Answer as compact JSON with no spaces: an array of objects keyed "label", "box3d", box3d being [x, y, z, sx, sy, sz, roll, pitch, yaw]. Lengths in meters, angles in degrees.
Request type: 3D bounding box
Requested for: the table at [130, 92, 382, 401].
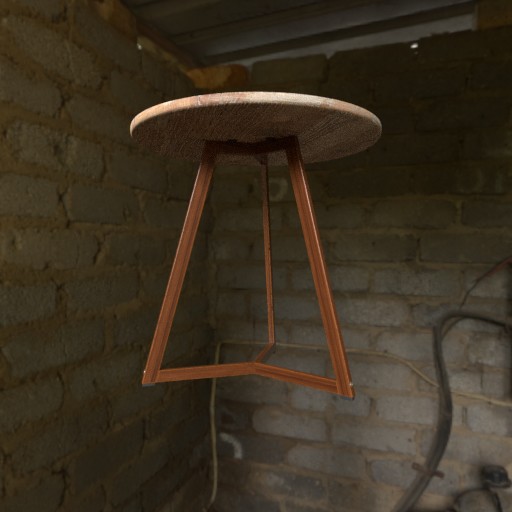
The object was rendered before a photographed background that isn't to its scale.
[{"label":"table","box3d":[0.000,0.000,0.919,0.500,0.500,0.500,0,1,0]}]
